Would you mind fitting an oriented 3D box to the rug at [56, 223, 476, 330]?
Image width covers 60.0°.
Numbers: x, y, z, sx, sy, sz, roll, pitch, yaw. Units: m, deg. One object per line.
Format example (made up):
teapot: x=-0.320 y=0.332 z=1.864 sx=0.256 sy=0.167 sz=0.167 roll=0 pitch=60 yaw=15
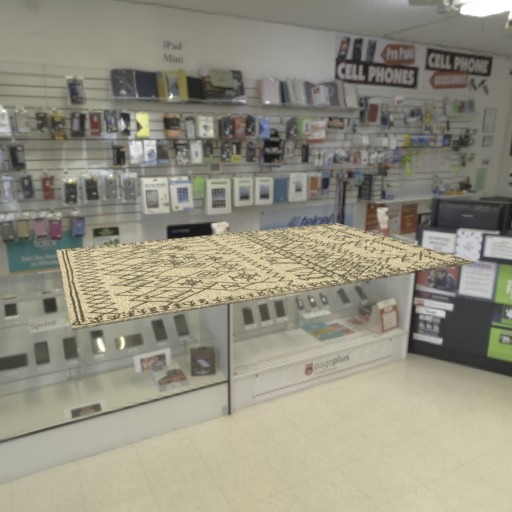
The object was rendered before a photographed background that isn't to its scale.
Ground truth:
rug: x=0.000 y=0.000 z=3.030 sx=2.444 sy=0.012 sz=1.530 roll=-7 pitch=16 yaw=-25
